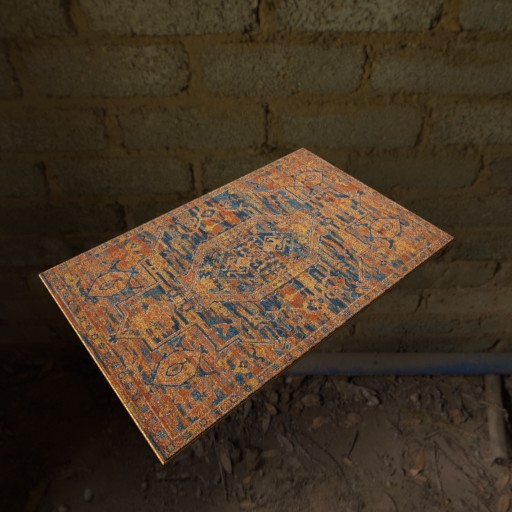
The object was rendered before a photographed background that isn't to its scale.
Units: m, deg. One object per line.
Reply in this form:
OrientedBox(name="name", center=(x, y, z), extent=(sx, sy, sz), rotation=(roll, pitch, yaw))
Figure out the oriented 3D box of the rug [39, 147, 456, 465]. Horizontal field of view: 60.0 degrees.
OrientedBox(name="rug", center=(0.000, 0.000, 1.082), extent=(0.863, 0.008, 0.557), rotation=(-31, 53, -27))
